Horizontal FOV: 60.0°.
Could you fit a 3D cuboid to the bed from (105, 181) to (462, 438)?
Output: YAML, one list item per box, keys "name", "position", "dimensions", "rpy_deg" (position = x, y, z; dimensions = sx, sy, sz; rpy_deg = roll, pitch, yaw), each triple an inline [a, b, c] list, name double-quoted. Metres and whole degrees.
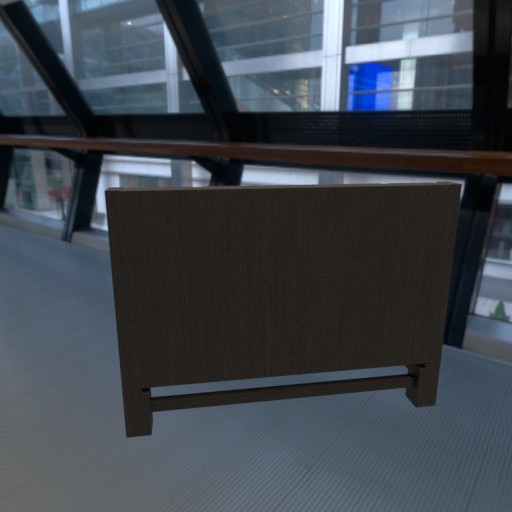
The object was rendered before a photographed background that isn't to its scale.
- name: "bed"
  position: [0.000, 0.000, 3.322]
  dimensions: [1.727, 1.270, 2.242]
  rpy_deg: [-2, 15, -9]
